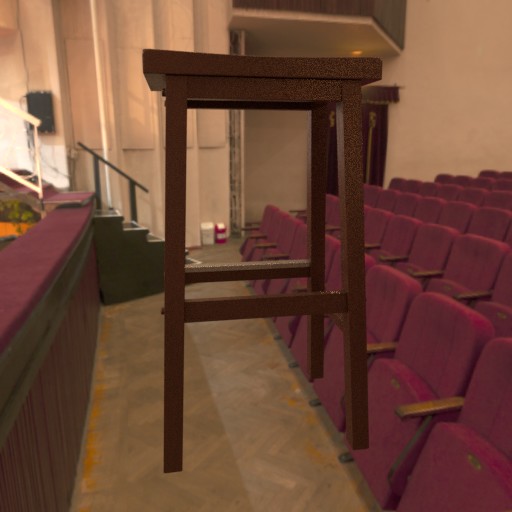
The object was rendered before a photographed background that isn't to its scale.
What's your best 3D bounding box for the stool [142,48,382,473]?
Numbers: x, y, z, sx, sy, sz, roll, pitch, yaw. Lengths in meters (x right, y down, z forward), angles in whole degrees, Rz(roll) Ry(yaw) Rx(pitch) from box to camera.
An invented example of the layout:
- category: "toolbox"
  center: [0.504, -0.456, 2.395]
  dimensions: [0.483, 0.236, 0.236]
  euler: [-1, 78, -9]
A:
- category: "stool"
  center: [0.000, 0.000, 0.925]
  dimensions: [0.406, 0.742, 0.322]
  euler: [-2, 14, -10]
